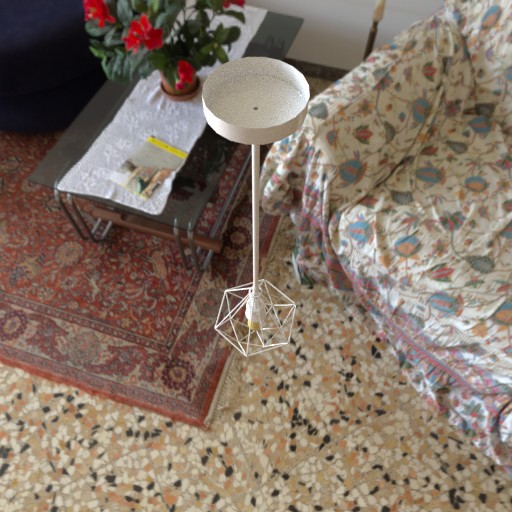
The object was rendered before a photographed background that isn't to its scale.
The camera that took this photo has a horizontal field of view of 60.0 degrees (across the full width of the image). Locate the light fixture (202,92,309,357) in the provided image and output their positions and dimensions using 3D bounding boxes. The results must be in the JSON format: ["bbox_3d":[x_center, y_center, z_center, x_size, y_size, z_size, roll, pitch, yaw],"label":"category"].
[{"bbox_3d":[0.000,0.000,1.969,0.487,1.764,0.431,-15,60,-9],"label":"light fixture"}]
